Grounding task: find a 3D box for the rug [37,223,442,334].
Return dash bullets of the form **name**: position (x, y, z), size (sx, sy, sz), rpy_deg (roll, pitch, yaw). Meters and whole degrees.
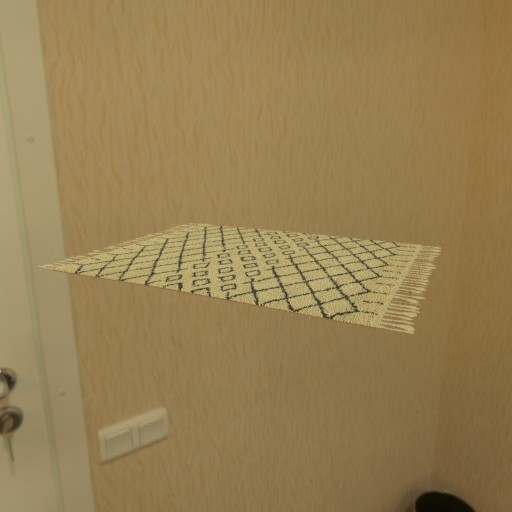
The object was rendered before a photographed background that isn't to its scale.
- **rug**: position (0.000, 0.000, 4.306), size (3.213, 0.030, 2.388), rpy_deg (7, 16, 25)
